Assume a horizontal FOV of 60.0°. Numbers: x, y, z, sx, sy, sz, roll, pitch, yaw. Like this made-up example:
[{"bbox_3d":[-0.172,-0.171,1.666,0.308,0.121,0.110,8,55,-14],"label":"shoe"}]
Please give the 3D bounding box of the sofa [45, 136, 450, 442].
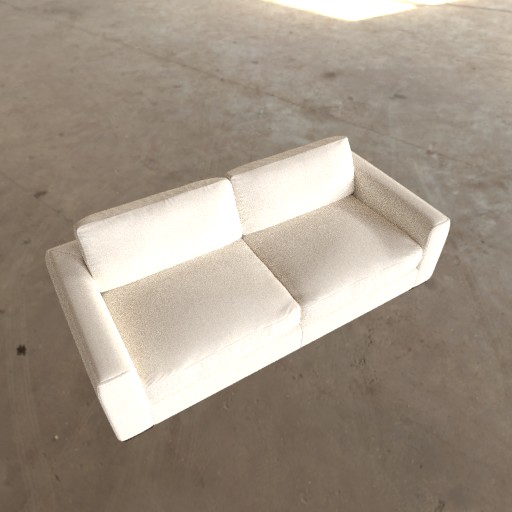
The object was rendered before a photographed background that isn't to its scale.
[{"bbox_3d":[0.000,0.000,2.750,2.262,0.801,1.070,-23,48,-22],"label":"sofa"}]
